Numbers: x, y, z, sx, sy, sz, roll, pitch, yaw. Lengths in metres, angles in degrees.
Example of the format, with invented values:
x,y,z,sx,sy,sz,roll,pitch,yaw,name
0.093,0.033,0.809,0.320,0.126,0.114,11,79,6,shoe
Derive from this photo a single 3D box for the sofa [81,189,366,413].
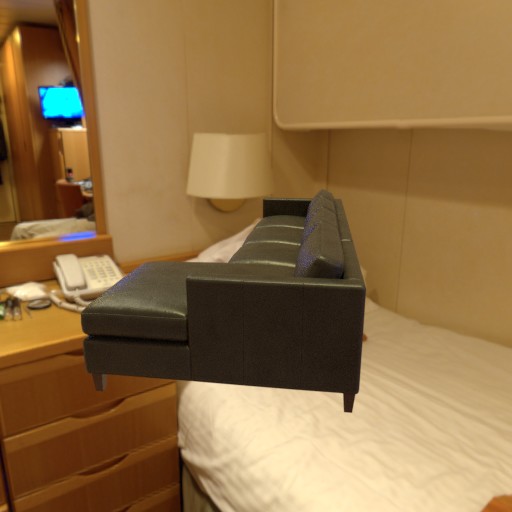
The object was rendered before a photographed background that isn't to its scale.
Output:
x,y,z,sx,sy,sz,roll,pitch,yaw,name
0.000,0.000,3.906,1.581,0.883,3.203,2,15,8,sofa
